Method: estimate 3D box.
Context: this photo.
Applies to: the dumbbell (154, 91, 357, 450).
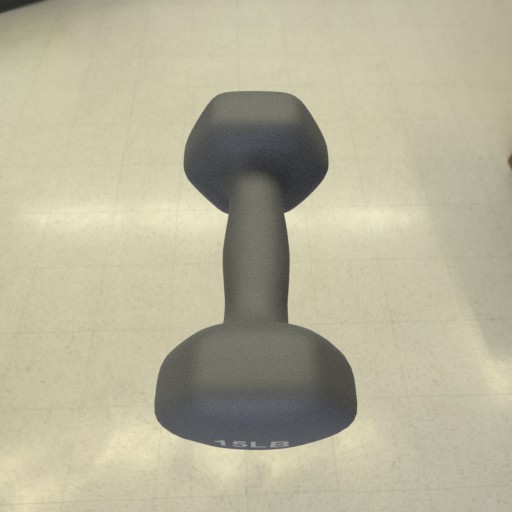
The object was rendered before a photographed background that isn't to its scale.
[{"bbox_3d":[0.000,0.000,0.302,0.116,0.105,0.240,1,58,0],"label":"dumbbell"}]
